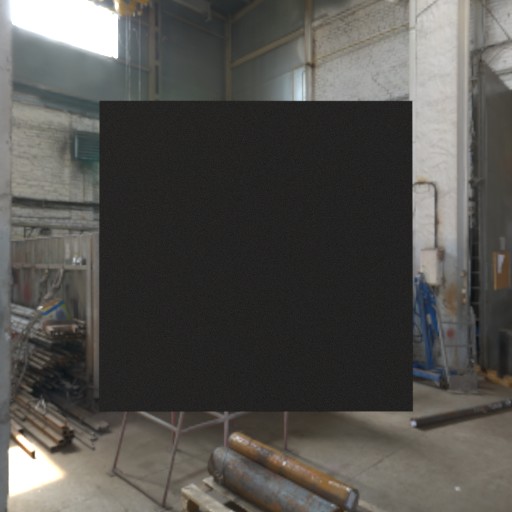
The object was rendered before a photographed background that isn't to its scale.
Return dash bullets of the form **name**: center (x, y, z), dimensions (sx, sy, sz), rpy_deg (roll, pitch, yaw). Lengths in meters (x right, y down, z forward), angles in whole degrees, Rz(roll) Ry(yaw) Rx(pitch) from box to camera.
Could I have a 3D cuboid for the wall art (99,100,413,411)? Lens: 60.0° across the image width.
- **wall art**: center (0.000, 0.000, 0.450), dimensions (0.308, 0.305, 0.030), rpy_deg (0, 0, 0)
